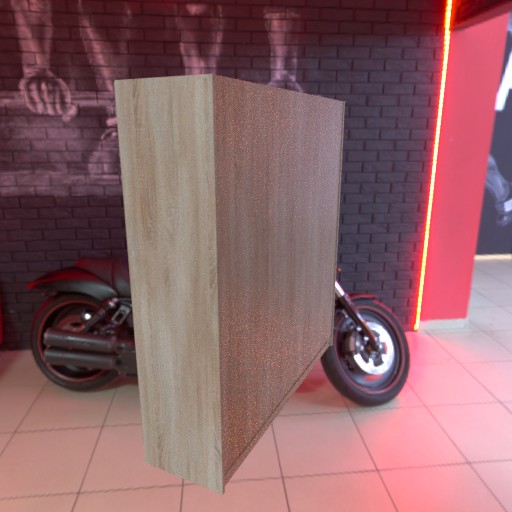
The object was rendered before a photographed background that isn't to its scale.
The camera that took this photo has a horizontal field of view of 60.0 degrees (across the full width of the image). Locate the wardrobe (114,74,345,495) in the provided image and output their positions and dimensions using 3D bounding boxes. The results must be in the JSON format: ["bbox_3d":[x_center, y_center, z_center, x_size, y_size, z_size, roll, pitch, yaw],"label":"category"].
[{"bbox_3d":[0.000,0.000,3.133,0.598,2.159,1.998,8,17,26],"label":"wardrobe"}]
